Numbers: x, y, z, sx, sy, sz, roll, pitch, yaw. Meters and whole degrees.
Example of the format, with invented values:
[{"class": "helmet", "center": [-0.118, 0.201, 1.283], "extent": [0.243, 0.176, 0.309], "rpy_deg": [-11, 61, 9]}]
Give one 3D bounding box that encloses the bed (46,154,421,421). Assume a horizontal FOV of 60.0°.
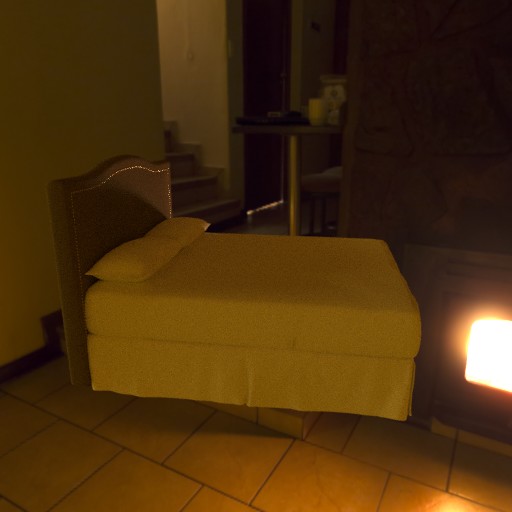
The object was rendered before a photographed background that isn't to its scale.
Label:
[{"class": "bed", "center": [0.000, 0.000, 3.150], "extent": [2.036, 1.387, 1.666], "rpy_deg": [3, 16, 9]}]
